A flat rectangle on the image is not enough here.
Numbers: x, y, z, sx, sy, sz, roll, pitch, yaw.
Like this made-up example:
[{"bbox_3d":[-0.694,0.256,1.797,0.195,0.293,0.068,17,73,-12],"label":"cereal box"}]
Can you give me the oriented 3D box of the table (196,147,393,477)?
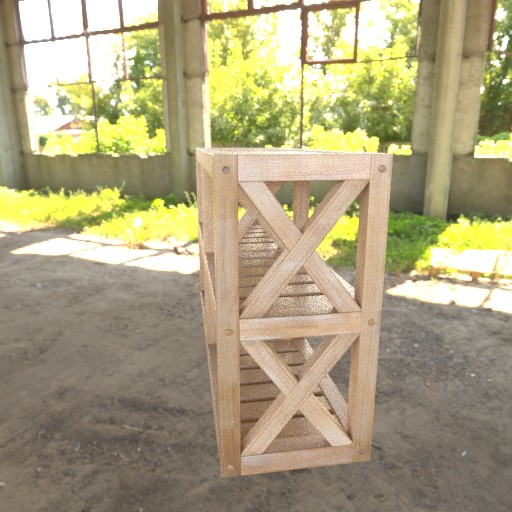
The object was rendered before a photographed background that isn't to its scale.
[{"bbox_3d":[0.000,0.000,1.629,0.381,0.762,1.320,-2,14,-9],"label":"table"}]
